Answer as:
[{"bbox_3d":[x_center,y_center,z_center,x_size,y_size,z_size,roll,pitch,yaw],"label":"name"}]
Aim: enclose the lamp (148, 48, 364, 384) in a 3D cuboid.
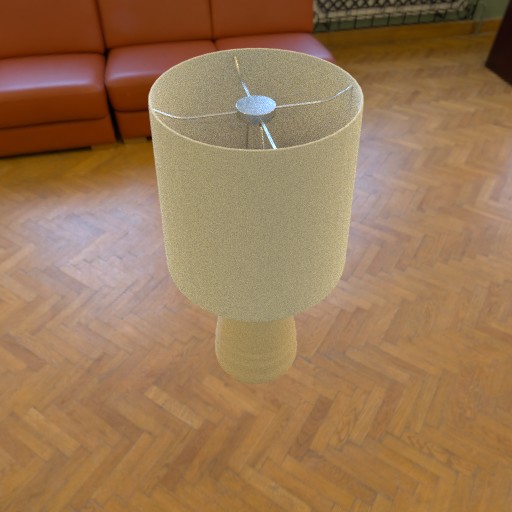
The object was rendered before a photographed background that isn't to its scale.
[{"bbox_3d":[0.000,0.000,0.475,0.186,0.369,0.186,0,47,0],"label":"lamp"}]
